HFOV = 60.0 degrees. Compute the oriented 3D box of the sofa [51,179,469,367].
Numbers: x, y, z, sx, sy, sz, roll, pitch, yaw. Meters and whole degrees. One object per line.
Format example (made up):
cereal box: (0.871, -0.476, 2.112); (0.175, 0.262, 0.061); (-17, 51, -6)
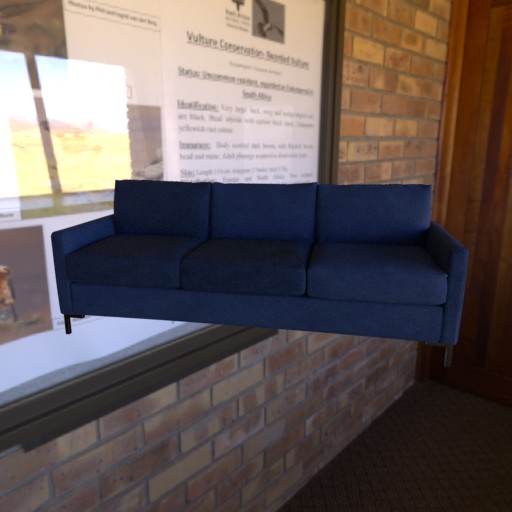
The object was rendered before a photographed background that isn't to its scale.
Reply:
sofa: (0.000, 0.000, 2.735); (2.252, 0.879, 0.875); (3, 15, 11)
